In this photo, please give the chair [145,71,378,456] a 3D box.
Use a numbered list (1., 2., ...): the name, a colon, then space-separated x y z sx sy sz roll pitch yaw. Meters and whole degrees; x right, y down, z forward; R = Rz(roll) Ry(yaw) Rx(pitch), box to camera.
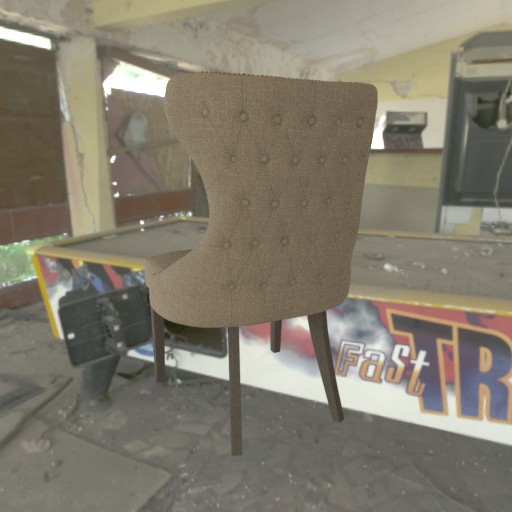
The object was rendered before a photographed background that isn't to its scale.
1. chair: 0.000 0.000 1.364 0.628 0.967 0.635 -6 14 -26
